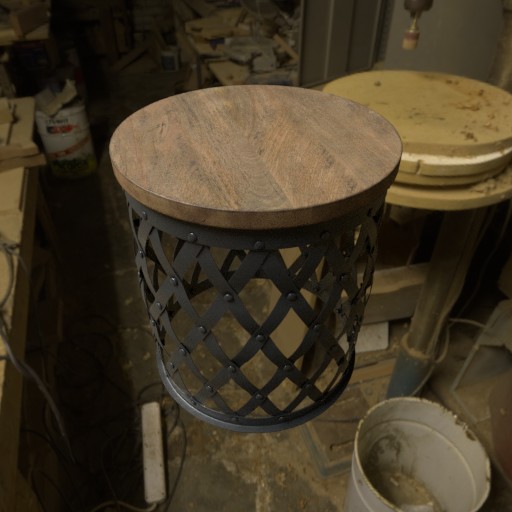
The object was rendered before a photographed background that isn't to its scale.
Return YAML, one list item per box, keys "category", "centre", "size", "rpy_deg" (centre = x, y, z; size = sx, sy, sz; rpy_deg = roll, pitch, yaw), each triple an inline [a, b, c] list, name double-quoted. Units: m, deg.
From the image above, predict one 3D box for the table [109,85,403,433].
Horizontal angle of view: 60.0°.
- category: "table"
  centre: [0.000, 0.000, 0.773]
  size: [0.405, 0.454, 0.405]
  rpy_deg: [0, 39, 0]
